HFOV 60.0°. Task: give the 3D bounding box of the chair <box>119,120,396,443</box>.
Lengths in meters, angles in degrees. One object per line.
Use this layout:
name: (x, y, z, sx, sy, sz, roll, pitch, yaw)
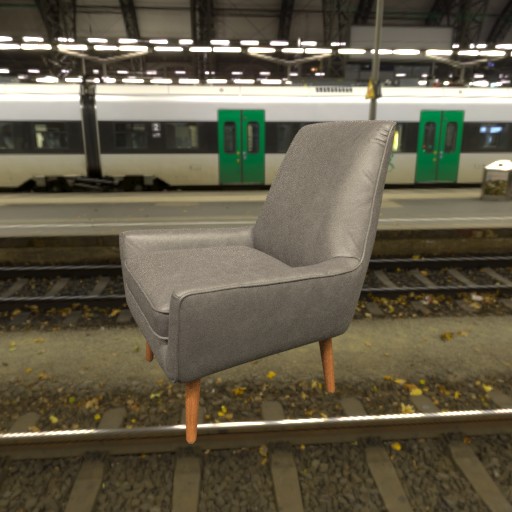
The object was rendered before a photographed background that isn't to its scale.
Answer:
chair: (0.000, 0.000, 1.508, 0.822, 0.888, 0.787, -7, 16, -25)
